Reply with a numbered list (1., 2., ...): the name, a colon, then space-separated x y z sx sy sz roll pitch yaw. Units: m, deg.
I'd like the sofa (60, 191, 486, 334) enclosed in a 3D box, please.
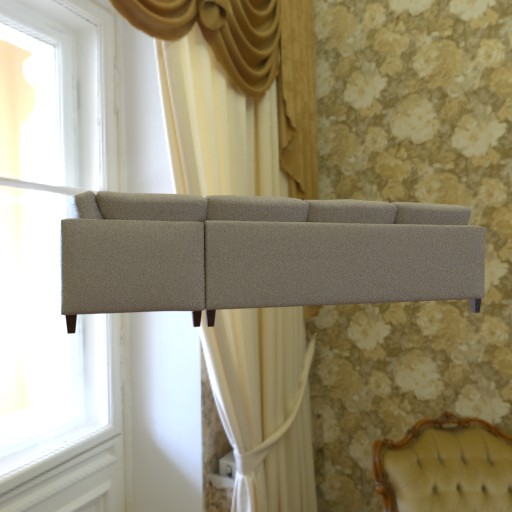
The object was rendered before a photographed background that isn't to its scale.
1. sofa: 0.000 0.000 4.399 3.333 0.934 2.522 0 1 -17
